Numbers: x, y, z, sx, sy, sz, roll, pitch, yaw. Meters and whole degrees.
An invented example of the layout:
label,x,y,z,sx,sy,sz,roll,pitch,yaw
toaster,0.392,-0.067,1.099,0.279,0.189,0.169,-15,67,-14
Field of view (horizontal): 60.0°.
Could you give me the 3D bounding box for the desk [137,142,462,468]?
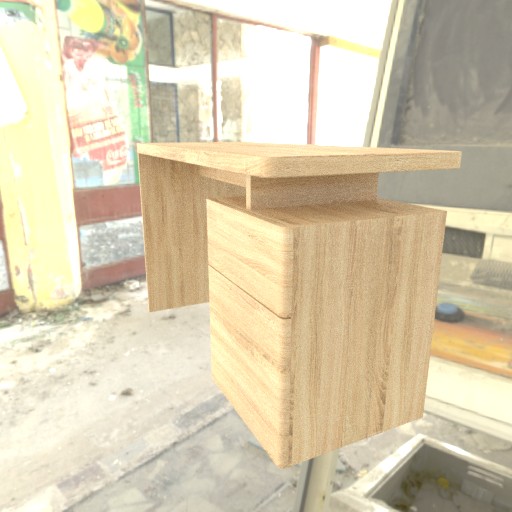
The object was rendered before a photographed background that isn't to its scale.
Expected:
label,x,y,z,sx,sy,sz,roll,pitch,yaw
desk,0.000,0.000,1.579,0.550,0.760,1.200,-8,17,-25
